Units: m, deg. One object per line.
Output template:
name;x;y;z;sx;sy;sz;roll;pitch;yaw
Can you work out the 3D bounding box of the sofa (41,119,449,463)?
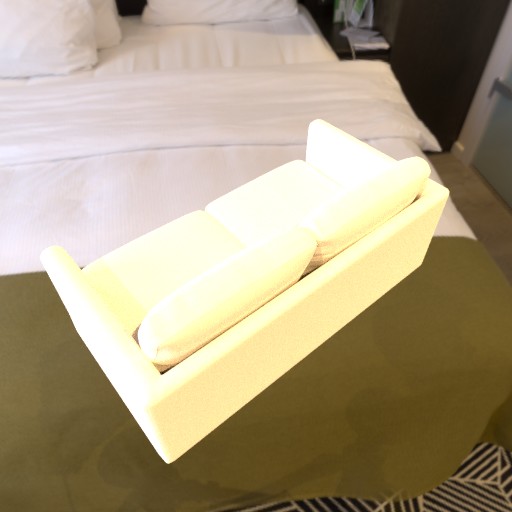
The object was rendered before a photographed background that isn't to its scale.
sofa;0.000;0.000;2.207;1.713;0.893;0.940;-31;54;-26
